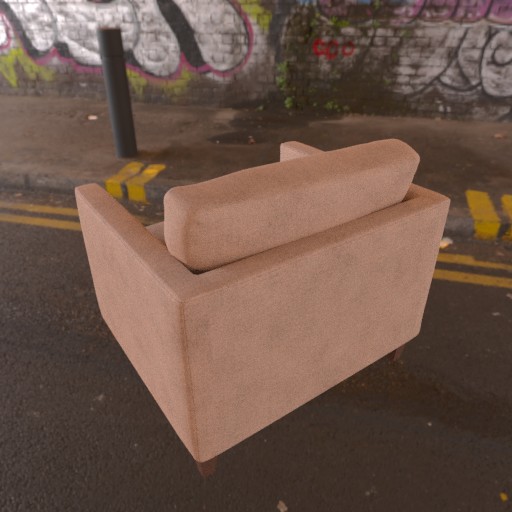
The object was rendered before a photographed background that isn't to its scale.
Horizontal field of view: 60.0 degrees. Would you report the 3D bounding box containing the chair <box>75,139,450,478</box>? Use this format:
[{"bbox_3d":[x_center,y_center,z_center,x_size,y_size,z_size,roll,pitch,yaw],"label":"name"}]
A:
[{"bbox_3d":[0.000,0.000,1.810,1.133,0.961,0.959,-20,36,-30],"label":"chair"}]
